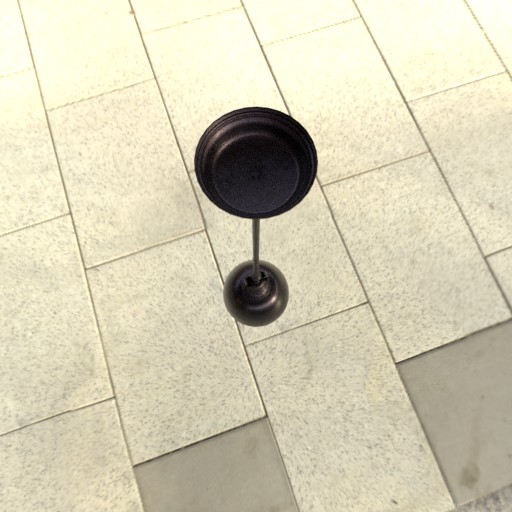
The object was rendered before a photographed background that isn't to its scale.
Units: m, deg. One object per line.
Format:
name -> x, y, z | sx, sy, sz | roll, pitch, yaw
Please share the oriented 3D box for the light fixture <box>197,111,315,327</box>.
light fixture -> 0.000, 0.000, 0.856 | 0.182, 0.768, 0.182 | -21, 75, -6
